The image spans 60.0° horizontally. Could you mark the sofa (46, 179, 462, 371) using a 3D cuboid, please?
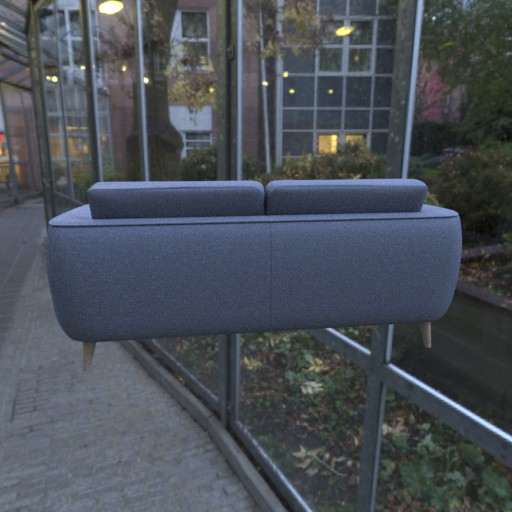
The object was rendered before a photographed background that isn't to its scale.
[{"bbox_3d":[0.000,0.000,2.495,2.000,0.870,0.920,-2,14,-8],"label":"sofa"}]
